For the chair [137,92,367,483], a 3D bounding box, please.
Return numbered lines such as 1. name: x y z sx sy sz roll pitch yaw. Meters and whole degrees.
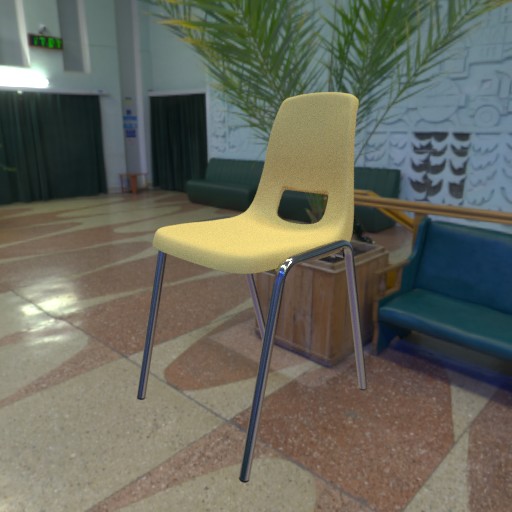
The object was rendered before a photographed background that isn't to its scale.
1. chair: 0.000 0.000 0.983 0.436 0.704 0.381 -15 22 -42
